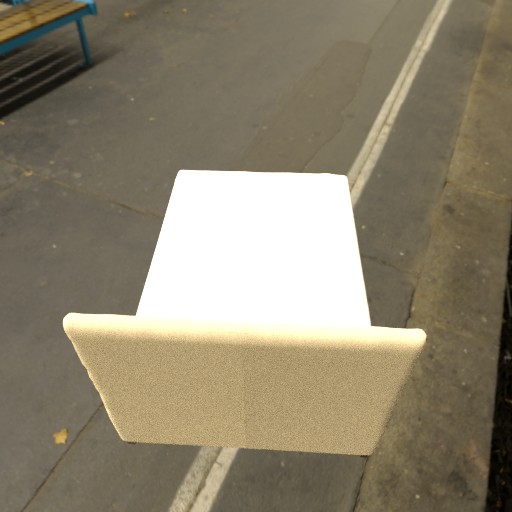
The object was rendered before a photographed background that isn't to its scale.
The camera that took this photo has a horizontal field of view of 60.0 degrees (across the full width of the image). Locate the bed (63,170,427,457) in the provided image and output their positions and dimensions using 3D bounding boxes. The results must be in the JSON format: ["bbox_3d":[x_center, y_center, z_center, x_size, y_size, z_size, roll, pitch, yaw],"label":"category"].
[{"bbox_3d":[0.000,0.000,3.323,1.698,1.427,2.387,2,47,2],"label":"bed"}]
